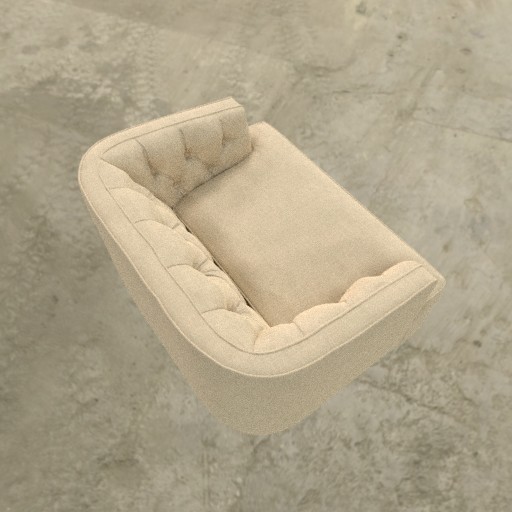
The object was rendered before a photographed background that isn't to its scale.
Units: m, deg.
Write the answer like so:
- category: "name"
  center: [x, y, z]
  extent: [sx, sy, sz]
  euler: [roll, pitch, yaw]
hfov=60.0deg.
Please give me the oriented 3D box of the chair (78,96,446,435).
- category: "chair"
  center: [0.000, 0.000, 1.704]
  extent: [0.914, 0.787, 1.118]
  euler: [-32, 62, -19]
